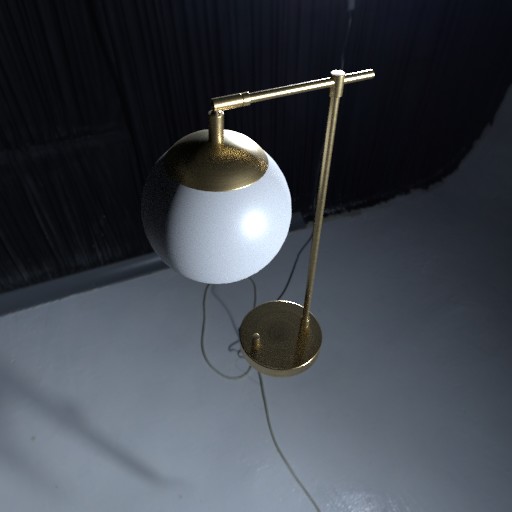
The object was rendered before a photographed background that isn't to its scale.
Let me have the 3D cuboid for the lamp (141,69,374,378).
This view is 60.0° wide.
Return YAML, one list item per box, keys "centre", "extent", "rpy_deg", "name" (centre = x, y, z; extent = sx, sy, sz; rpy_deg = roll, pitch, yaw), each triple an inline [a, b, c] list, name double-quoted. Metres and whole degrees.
- centre: [0.000, 0.000, 0.718]
  extent: [0.324, 0.559, 0.207]
  rpy_deg: [-17, 48, -16]
  name: "lamp"
